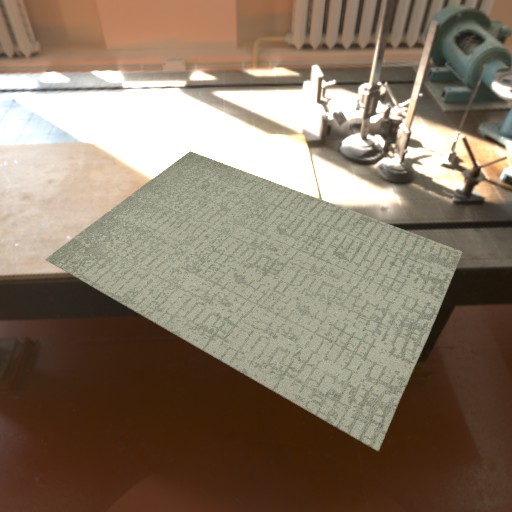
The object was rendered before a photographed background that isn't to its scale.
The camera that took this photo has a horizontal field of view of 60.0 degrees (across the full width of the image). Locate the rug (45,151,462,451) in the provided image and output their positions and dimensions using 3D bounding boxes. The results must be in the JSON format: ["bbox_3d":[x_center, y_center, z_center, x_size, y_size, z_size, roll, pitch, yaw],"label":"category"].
[{"bbox_3d":[0.000,0.000,2.317,1.827,0.007,1.211,24,50,22],"label":"rug"}]
